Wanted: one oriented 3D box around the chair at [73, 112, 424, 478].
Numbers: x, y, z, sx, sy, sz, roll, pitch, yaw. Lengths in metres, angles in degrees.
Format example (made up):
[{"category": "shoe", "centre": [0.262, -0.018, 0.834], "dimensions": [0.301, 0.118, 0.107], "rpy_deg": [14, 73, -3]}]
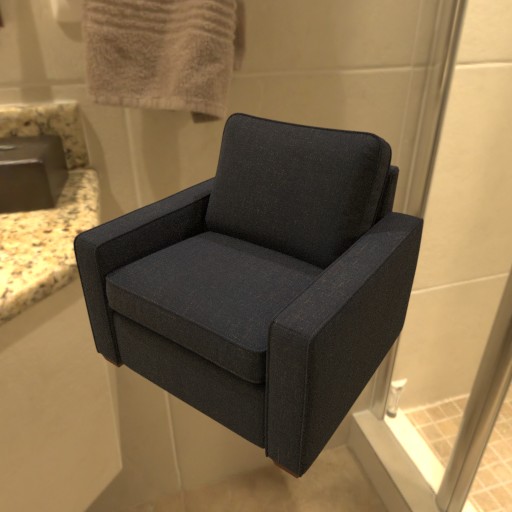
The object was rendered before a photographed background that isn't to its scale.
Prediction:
[{"category": "chair", "centre": [0.000, 0.000, 1.720], "dimensions": [1.017, 0.919, 0.940], "rpy_deg": [19, 34, 30]}]
